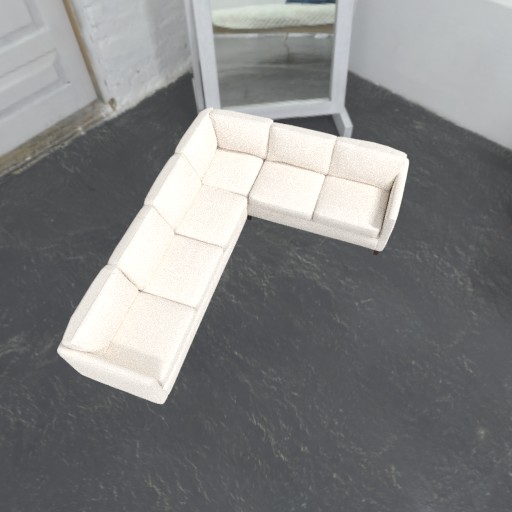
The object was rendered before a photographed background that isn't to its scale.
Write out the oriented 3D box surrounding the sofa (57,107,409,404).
[{"bbox_3d":[0.000,0.000,4.600,2.593,0.947,3.302,16,59,10],"label":"sofa"}]
